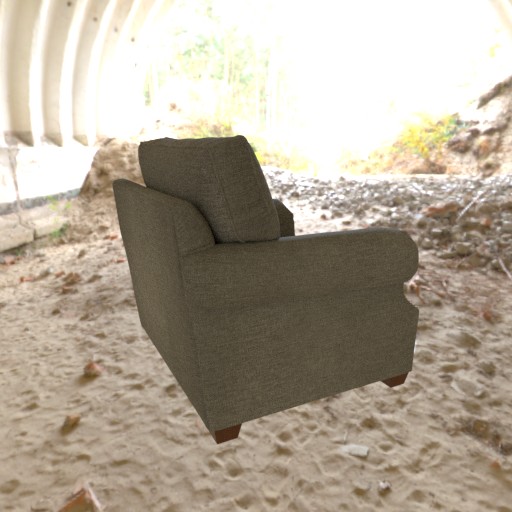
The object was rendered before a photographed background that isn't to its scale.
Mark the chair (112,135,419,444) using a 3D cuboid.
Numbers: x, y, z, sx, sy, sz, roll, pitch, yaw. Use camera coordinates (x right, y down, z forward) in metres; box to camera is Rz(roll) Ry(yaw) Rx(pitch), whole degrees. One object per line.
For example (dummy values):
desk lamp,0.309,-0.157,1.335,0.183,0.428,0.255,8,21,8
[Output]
chair,0.000,0.000,1.842,0.965,0.961,1.092,-7,16,-26
